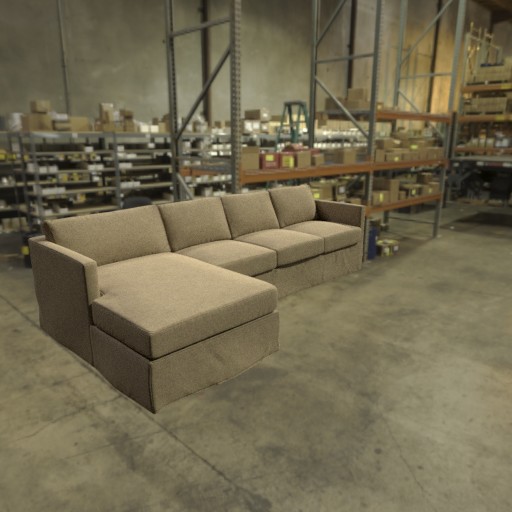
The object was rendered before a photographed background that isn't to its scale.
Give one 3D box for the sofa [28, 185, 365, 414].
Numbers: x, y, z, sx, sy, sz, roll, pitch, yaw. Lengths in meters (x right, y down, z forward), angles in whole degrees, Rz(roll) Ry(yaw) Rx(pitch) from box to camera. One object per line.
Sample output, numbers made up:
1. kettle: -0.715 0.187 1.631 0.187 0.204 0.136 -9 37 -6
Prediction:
1. sofa: 0.000 0.000 3.863 1.638 0.920 3.198 15 21 43
